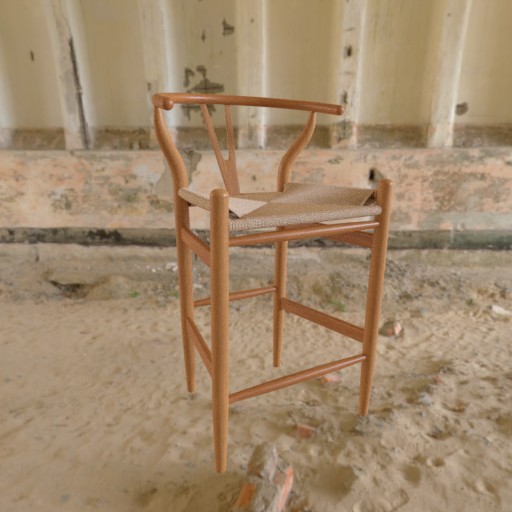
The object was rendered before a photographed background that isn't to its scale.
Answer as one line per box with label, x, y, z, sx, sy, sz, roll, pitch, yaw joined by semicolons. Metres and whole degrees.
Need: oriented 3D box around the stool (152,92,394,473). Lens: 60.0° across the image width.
stool;0.000;0.000;1.349;0.569;0.970;0.579;-8;17;-29
